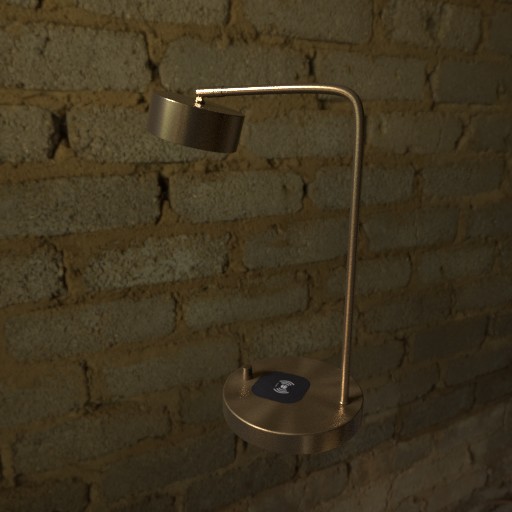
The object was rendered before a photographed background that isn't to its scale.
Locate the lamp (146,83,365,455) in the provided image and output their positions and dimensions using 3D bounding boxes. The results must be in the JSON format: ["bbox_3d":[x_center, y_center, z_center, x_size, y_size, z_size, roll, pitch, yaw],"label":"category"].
[{"bbox_3d":[0.000,0.000,0.522,0.270,0.380,0.171,7,17,25],"label":"lamp"}]
